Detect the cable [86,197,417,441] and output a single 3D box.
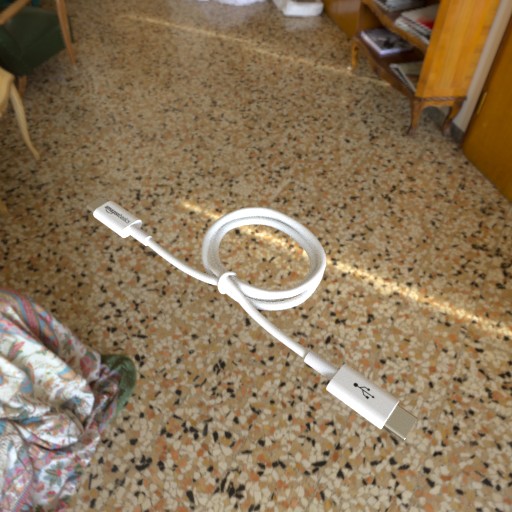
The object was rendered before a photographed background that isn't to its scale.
[{"bbox_3d":[0.000,0.000,0.226,0.203,0.014,0.070,32,55,26],"label":"cable"}]
